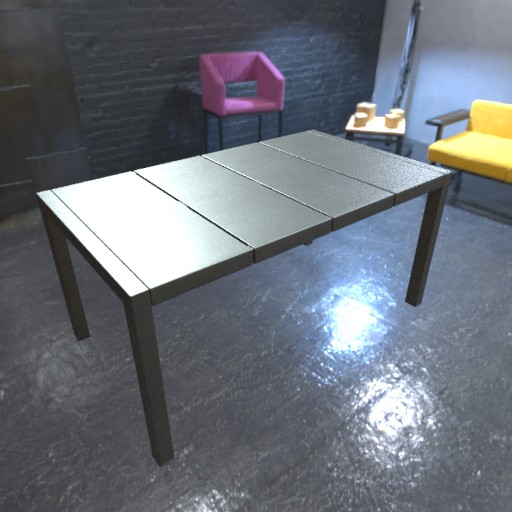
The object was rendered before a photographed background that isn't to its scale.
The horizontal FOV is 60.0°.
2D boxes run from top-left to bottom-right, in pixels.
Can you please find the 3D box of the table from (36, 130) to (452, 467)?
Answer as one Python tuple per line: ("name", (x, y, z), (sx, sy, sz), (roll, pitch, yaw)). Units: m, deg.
("table", (0.000, 0.000, 1.292), (0.965, 0.460, 0.559), (-22, 37, -32))
